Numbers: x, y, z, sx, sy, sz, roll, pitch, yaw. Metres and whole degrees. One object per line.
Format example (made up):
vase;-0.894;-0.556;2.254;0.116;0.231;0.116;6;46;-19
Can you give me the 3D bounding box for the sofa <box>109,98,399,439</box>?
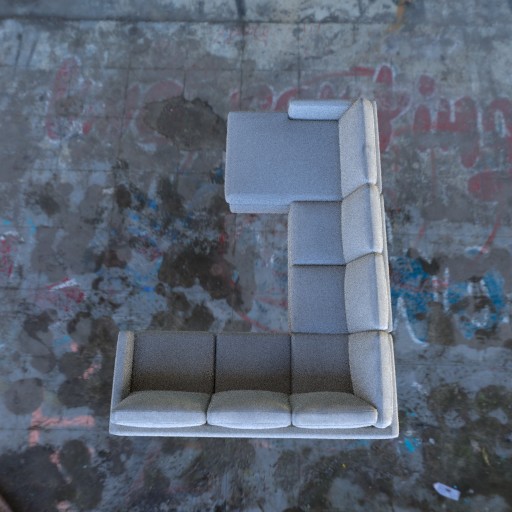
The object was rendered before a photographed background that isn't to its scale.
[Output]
sofa;0.000;0.000;4.587;2.593;0.959;3.460;1;74;0
